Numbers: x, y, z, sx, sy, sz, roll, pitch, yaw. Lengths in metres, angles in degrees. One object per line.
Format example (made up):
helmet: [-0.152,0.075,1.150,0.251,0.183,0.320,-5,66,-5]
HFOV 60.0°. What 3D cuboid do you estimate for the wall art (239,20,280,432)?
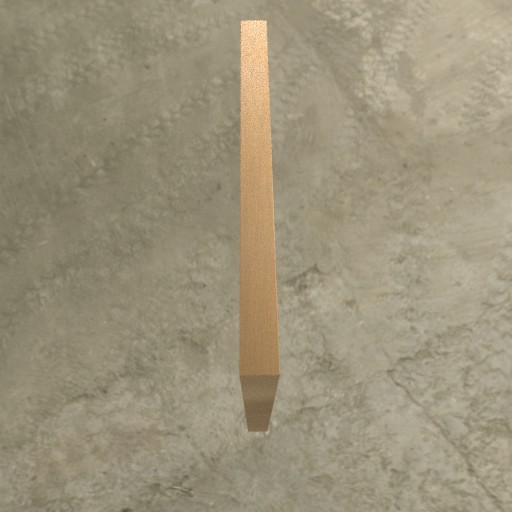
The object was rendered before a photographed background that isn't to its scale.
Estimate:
wall art: [0.000,0.000,0.759,0.038,0.511,0.513,-1,63,0]
